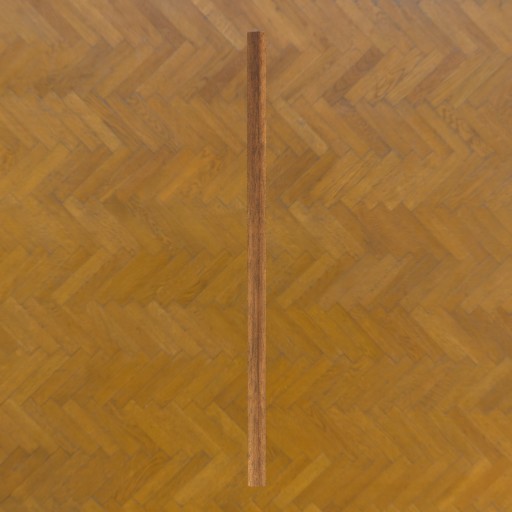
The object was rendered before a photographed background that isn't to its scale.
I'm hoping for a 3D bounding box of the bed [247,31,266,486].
[{"bbox_3d":[0.000,0.000,1.481,0.043,0.940,1.041,0,92,0],"label":"bed"}]
